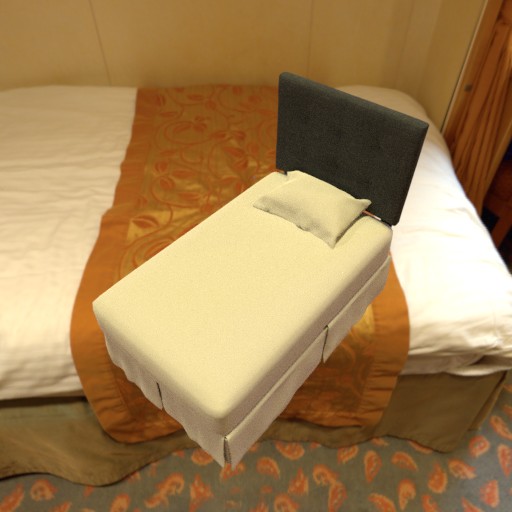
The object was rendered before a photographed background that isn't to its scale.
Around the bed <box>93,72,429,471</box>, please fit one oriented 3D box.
[{"bbox_3d":[0.000,0.000,3.013,1.261,1.571,1.997,32,54,27],"label":"bed"}]
